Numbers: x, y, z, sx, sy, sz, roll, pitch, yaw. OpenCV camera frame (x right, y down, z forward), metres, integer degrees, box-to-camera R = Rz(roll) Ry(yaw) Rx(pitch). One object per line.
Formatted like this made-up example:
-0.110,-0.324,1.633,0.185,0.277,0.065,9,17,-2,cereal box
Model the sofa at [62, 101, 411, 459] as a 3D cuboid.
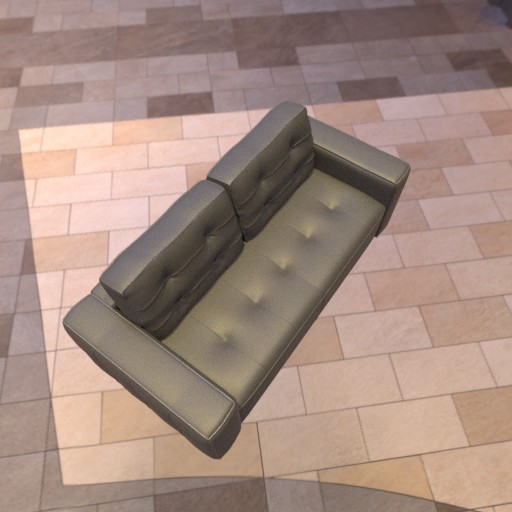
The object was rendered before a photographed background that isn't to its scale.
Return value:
0.000,0.000,2.250,0.833,0.893,1.726,32,63,18,sofa
